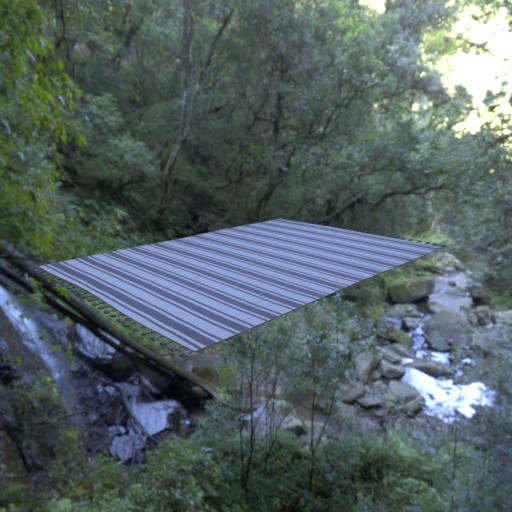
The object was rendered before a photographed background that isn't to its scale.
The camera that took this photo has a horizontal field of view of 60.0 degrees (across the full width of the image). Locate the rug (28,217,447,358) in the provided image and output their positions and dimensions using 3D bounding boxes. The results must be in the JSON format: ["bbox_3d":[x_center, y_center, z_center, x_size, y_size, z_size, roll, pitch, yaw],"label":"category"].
[{"bbox_3d":[0.000,0.000,3.792,2.030,0.017,3.040,15,21,43],"label":"rug"}]
